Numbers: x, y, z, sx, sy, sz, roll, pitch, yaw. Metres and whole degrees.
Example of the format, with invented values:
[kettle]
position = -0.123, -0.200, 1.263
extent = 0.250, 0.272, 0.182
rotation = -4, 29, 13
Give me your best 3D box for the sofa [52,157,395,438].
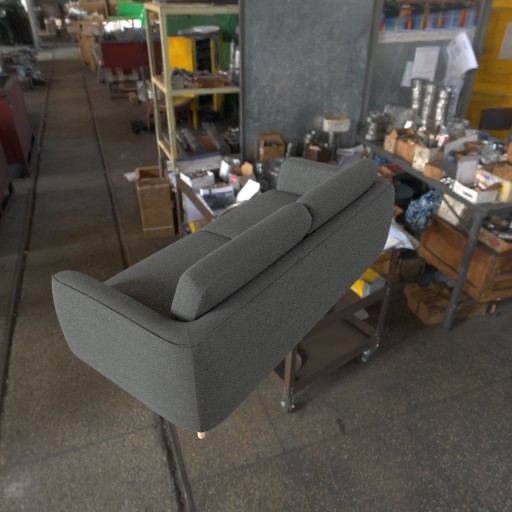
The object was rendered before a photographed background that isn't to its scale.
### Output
[sofa]
position = 0.000, 0.000, 2.505
extent = 0.920, 0.850, 2.000
rotation = 21, 37, 30
